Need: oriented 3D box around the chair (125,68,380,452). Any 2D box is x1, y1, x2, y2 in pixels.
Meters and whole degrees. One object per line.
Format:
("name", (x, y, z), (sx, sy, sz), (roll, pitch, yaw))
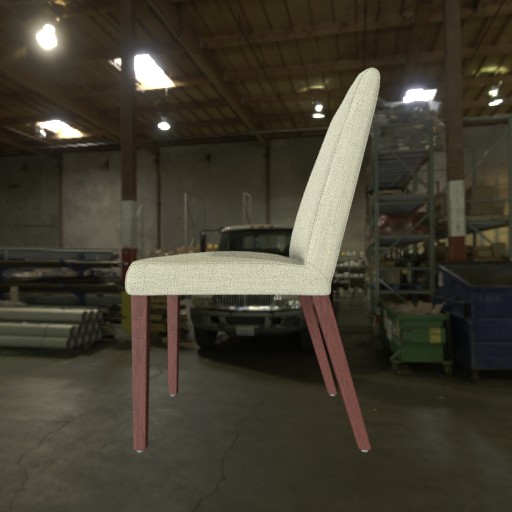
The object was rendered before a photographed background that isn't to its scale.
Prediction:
("chair", (0.000, 0.000, 1.231), (0.594, 0.900, 0.480), (0, 0, 0))
